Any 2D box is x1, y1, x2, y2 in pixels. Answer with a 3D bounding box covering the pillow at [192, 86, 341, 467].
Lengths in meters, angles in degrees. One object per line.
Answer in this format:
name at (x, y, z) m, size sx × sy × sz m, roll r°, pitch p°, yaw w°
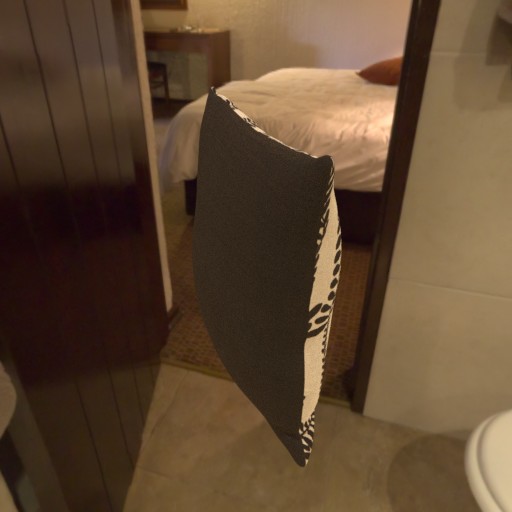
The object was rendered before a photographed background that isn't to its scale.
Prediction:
pillow at (0.000, 0.000, 0.684) m, size 0.182 × 0.441 × 0.440 m, roll -10°, pitch 32°, yaw -17°
